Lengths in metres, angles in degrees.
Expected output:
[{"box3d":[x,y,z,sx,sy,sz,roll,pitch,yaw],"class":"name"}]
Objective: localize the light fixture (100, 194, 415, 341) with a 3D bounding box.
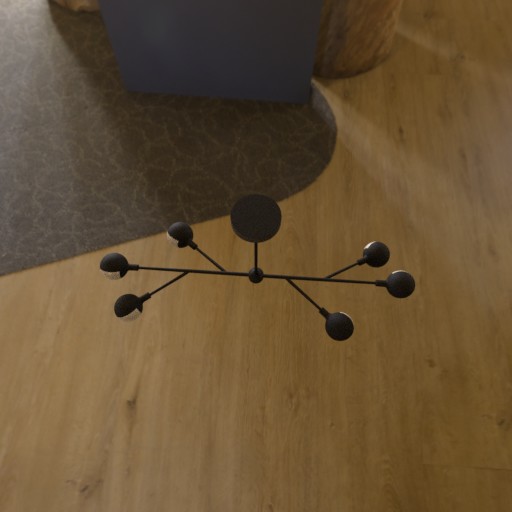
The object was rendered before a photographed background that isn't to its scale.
[{"box3d":[0.000,0.000,1.035,0.778,0.362,0.434,18,65,9],"class":"light fixture"}]
